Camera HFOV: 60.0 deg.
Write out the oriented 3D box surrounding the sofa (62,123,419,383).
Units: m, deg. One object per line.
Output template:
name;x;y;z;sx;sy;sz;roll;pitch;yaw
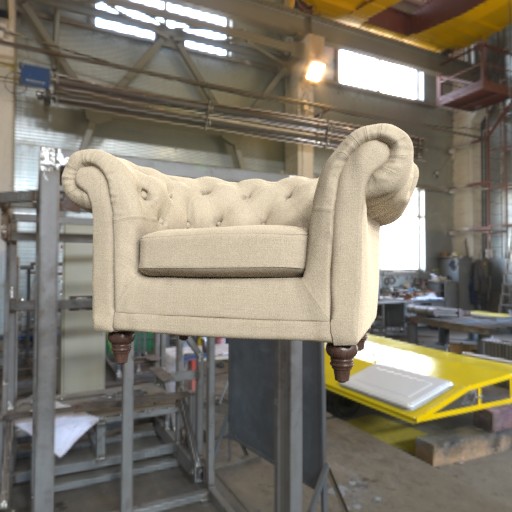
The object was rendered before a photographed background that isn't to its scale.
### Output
sofa;0.000;0.000;2.041;1.405;0.878;1.034;0;-1;18
